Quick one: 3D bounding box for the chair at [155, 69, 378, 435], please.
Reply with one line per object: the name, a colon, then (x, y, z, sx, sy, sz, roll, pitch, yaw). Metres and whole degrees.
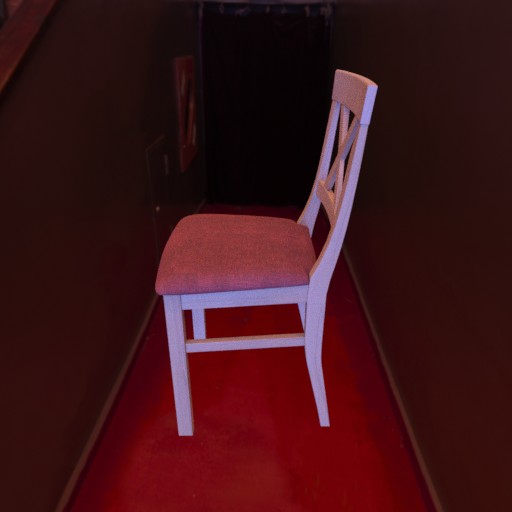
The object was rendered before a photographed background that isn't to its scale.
chair: (0.000, 0.000, 1.208, 0.492, 0.912, 0.439, 0, 27, 0)
